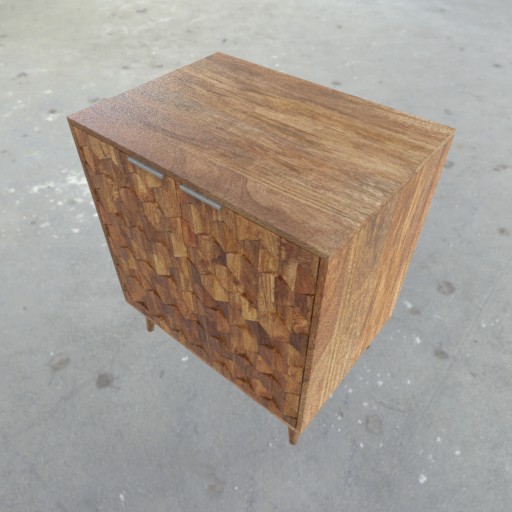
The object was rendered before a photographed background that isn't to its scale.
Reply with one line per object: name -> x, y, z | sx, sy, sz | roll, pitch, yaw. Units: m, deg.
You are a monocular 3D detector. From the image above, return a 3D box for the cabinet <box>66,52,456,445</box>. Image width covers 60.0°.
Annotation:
cabinet -> 0.000, 0.000, 1.166 | 0.647, 0.758, 0.473 | 30, 52, 27
